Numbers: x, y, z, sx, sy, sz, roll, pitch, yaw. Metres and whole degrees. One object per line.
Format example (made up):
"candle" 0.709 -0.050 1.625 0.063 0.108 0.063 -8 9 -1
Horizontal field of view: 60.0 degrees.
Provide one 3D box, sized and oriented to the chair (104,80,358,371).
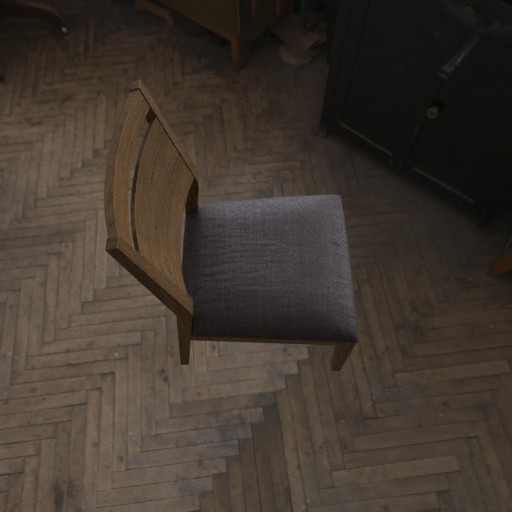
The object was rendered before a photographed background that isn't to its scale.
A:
"chair" 0.000 0.000 1.318 0.610 0.939 0.501 -1 64 0
